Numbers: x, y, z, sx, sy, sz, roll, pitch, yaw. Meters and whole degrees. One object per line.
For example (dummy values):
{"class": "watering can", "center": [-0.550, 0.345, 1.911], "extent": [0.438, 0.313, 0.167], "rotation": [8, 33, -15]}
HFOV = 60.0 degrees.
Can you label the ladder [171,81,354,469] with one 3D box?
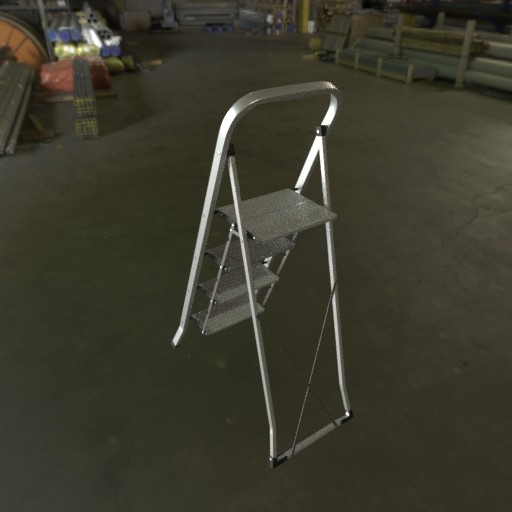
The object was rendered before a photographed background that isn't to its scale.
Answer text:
{"class": "ladder", "center": [0.000, 0.000, 1.682], "extent": [0.465, 1.290, 0.830], "rotation": [-20, 37, -28]}
